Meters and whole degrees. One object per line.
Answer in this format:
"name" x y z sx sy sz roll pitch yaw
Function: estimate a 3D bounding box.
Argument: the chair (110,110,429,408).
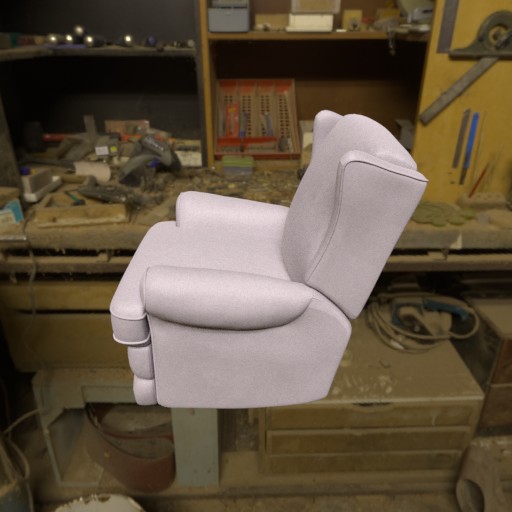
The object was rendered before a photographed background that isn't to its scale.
"chair" 0.000 0.000 1.717 0.969 1.011 0.847 0 28 0
